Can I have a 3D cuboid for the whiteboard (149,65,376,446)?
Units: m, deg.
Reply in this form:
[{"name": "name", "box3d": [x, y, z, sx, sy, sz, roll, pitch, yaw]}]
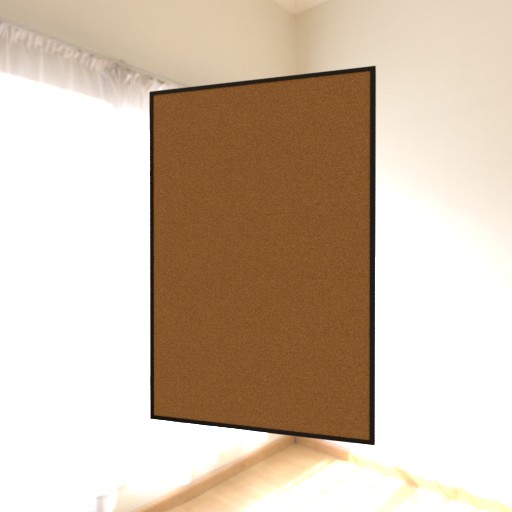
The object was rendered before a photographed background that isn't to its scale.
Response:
[{"name": "whiteboard", "box3d": [0.000, 0.000, 0.779, 0.406, 0.611, 0.026, 0, 0, 17]}]
